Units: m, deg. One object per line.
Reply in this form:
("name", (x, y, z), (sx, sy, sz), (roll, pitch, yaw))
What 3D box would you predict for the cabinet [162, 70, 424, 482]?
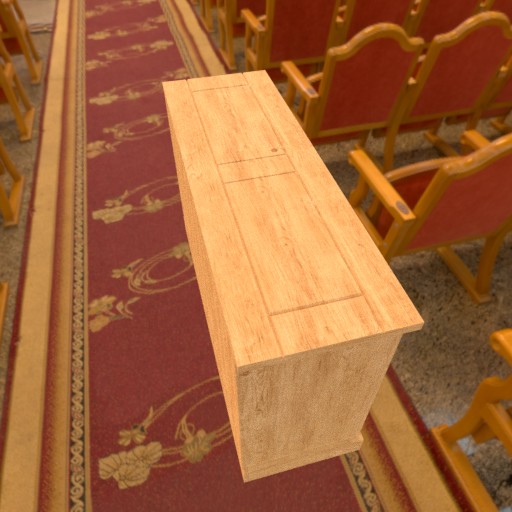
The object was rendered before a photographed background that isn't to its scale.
("cabinet", (0.000, 0.000, 1.690), (0.432, 0.810, 1.321), (-11, 48, -10))
